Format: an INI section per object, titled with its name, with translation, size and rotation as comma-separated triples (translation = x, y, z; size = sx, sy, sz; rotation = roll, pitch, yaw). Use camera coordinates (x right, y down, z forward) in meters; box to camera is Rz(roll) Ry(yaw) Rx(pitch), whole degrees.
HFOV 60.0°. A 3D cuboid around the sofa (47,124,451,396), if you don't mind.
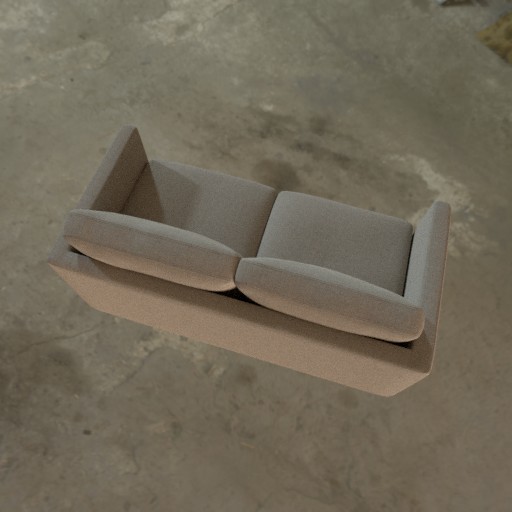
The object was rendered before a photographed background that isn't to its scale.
[sofa]
translation = 0.000, 0.000, 2.470
size = 1.884, 0.947, 0.951
rotation = 15, 65, 7
